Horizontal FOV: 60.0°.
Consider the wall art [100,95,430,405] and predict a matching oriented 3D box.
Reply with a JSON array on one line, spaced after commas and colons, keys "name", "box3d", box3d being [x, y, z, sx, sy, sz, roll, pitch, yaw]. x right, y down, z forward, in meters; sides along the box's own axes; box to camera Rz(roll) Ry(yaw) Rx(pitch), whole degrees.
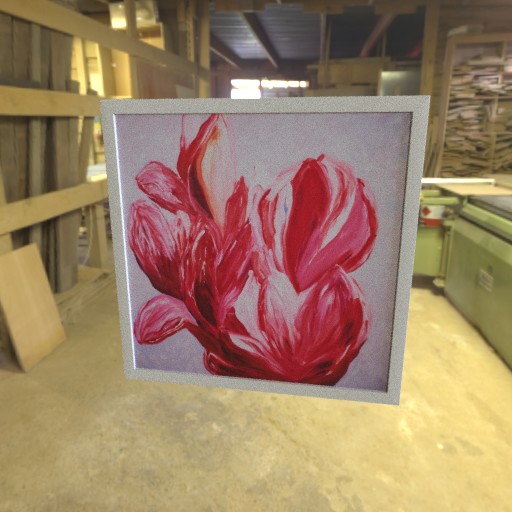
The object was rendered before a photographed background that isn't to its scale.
[{"name": "wall art", "box3d": [0.000, 0.000, 0.675, 0.455, 0.453, 0.023, 3, 16, 10]}]
